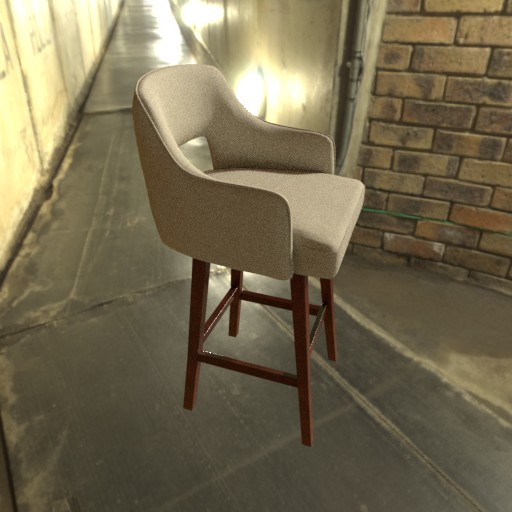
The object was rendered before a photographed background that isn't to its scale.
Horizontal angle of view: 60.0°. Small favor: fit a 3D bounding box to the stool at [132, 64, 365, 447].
[{"bbox_3d":[0.000,0.000,1.351,0.560,1.041,0.550,10,32,17],"label":"stool"}]
